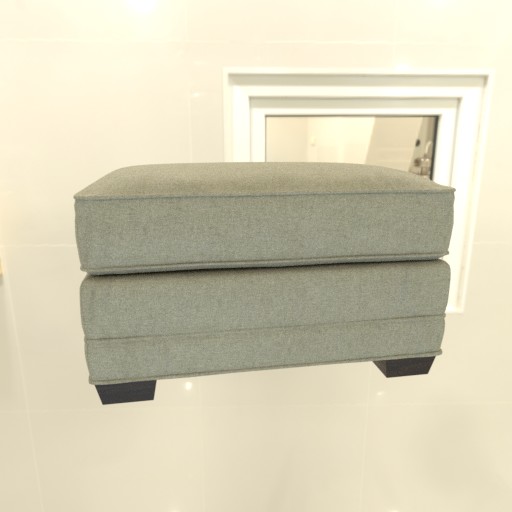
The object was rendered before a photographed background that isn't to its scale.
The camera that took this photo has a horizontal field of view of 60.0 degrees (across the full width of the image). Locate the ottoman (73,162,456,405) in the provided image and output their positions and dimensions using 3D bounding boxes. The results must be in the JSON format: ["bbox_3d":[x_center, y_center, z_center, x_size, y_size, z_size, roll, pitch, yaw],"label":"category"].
[{"bbox_3d":[0.000,0.000,1.238,0.848,0.508,0.611,-3,15,-9],"label":"ottoman"}]
